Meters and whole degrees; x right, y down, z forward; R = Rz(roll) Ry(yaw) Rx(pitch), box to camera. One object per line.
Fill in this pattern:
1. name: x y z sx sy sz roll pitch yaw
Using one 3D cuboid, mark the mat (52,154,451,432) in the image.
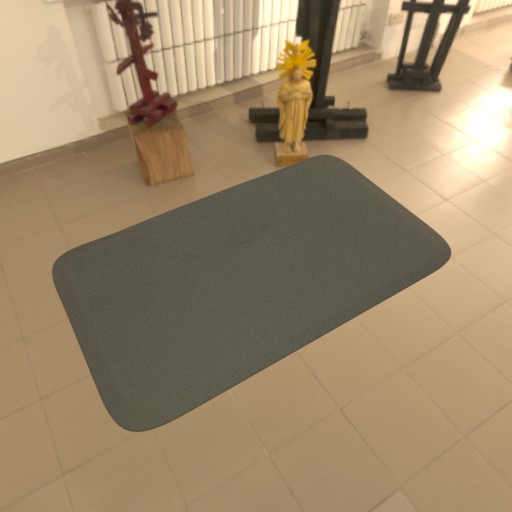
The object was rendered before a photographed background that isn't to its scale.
1. mat: 0.000 0.000 1.865 1.524 0.013 0.918 -25 52 -21
